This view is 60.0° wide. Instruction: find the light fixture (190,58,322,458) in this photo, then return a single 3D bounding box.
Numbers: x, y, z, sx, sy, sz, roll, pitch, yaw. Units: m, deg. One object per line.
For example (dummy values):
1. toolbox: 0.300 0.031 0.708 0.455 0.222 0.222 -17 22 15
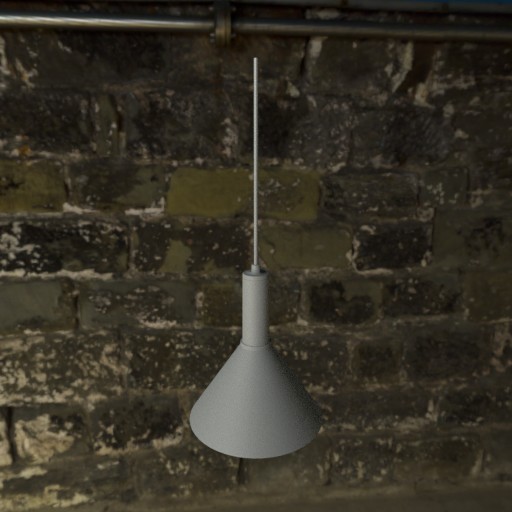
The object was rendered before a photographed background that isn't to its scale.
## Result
1. light fixture: 0.000 0.000 0.824 0.267 0.683 0.267 2 14 9
